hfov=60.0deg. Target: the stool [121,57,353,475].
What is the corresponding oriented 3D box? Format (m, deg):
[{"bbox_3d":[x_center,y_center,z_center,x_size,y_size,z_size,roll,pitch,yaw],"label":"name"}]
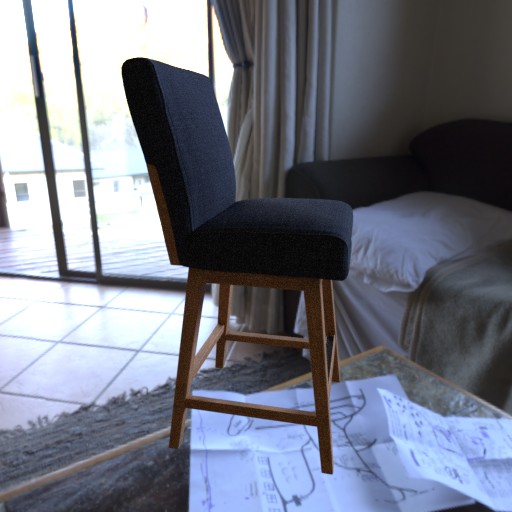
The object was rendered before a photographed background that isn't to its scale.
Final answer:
[{"bbox_3d":[0.000,0.000,1.258,0.526,1.010,0.459,4,18,12],"label":"stool"}]
